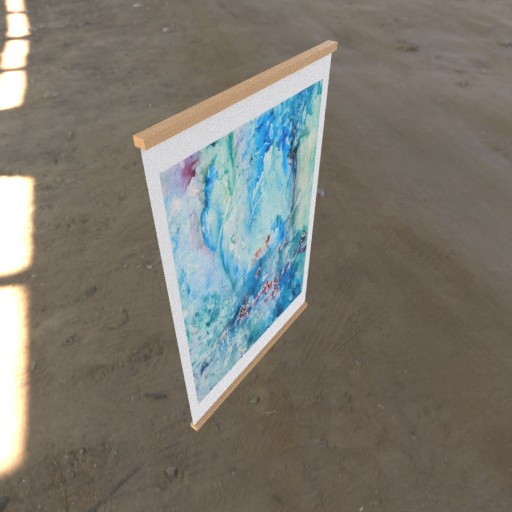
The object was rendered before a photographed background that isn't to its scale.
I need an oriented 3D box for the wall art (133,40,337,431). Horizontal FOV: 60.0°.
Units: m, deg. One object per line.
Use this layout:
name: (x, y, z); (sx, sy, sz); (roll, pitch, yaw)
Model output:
wall art: (0.000, 0.000, 1.294); (0.027, 1.020, 0.669); (26, 48, 26)
